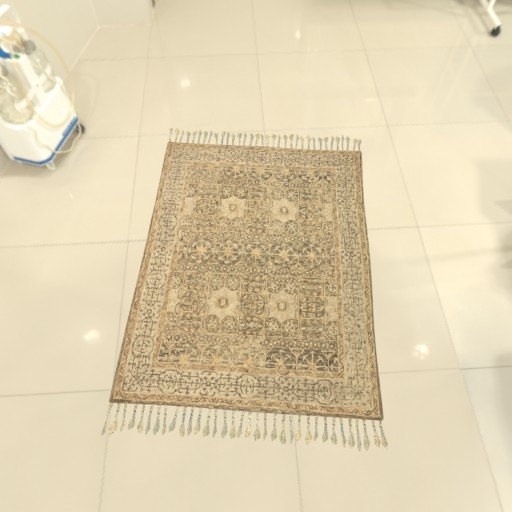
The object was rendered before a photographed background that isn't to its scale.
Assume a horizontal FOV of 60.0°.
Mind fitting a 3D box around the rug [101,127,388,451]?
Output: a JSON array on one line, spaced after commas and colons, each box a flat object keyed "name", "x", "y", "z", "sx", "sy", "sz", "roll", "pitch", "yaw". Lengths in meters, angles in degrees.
[{"name": "rug", "x": 0.000, "y": 0.000, "z": 3.102, "sx": 1.619, "sy": 0.023, "sz": 2.465, "roll": 3, "pitch": 59, "yaw": 2}]
